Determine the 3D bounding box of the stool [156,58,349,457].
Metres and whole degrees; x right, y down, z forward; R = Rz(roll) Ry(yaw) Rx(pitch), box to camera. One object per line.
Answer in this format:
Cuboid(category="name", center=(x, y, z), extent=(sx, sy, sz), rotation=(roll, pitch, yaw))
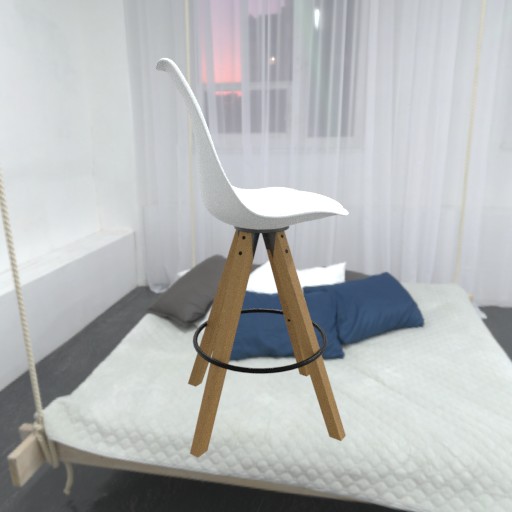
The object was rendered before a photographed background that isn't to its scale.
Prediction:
Cuboid(category="stool", center=(0.000, 0.000, 1.397), extent=(0.549, 1.115, 0.482), rotation=(-3, 17, -9))
